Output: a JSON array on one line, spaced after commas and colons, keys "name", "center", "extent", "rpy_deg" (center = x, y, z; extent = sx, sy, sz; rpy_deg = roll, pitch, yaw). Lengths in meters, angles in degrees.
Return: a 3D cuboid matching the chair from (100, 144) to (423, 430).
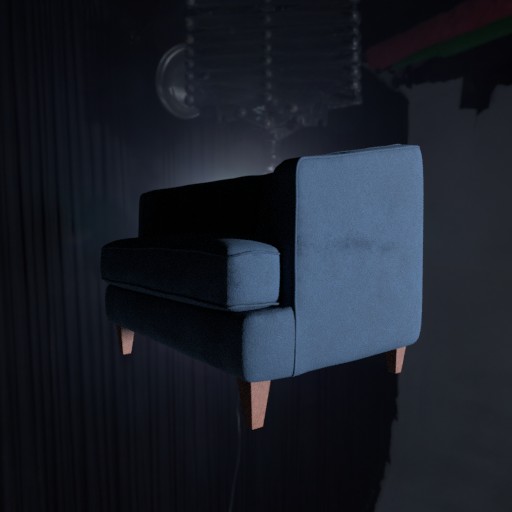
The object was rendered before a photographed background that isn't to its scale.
[{"name": "chair", "center": [0.000, 0.000, 1.734], "extent": [0.940, 0.852, 1.094], "rpy_deg": [-1, 2, -36]}]
